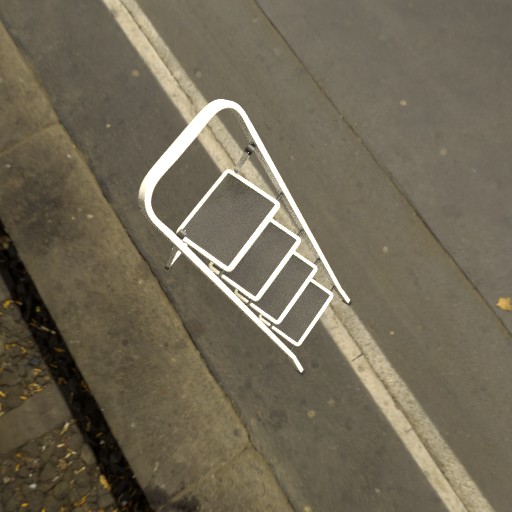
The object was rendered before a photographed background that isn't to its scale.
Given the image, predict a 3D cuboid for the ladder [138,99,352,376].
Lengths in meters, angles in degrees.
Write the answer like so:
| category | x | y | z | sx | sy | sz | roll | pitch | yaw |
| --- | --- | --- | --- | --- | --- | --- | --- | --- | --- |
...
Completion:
| category | x | y | z | sx | sy | sz | roll | pitch | yaw |
| --- | --- | --- | --- | --- | --- | --- | --- | --- | --- |
| ladder | 0.000 | 0.000 | 1.737 | 0.914 | 1.265 | 0.460 | 35 | 78 | 9 |
